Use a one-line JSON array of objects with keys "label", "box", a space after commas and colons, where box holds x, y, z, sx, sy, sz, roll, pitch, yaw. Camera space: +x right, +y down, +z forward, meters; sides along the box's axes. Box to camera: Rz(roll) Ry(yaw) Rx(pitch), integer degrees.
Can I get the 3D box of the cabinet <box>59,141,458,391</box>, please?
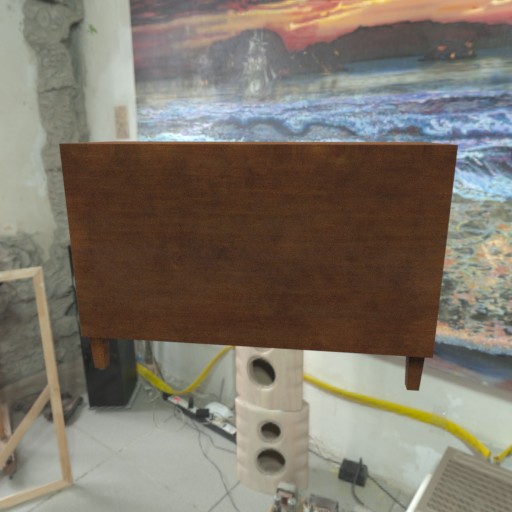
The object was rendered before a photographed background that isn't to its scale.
[{"label": "cabinet", "box": [0.000, 0.000, 1.626, 1.204, 0.805, 0.403, 2, 16, 7]}]
